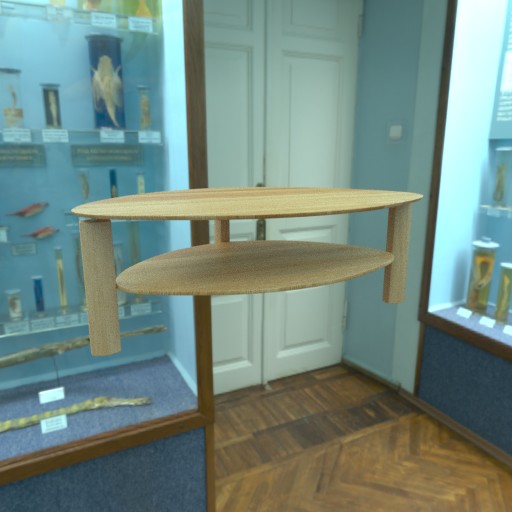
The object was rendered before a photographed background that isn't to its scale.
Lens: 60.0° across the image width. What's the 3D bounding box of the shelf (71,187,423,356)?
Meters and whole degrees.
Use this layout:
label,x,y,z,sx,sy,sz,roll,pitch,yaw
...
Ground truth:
label,x,y,z,sx,sy,sz,roll,pitch,yaw
shelf,0.000,0.000,1.650,1.246,0.440,0.845,-6,15,-24
